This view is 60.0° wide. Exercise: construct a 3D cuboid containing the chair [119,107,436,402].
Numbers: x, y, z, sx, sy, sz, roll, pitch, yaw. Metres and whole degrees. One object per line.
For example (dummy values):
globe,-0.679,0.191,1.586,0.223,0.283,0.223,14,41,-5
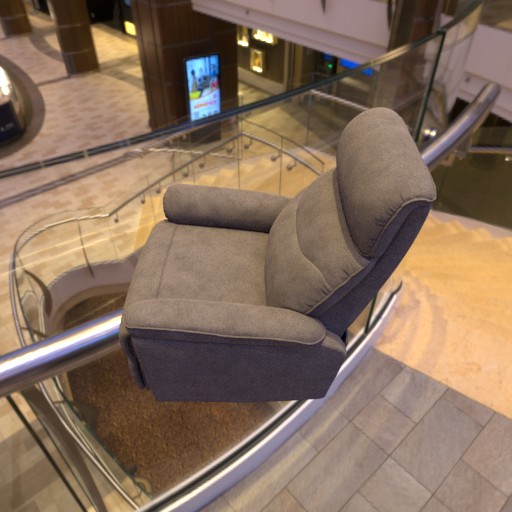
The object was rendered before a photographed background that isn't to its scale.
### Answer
chair,0.000,0.000,1.719,1.009,1.036,0.830,1,41,1
